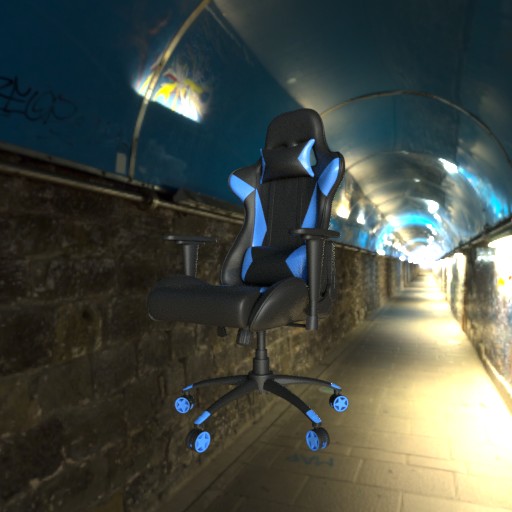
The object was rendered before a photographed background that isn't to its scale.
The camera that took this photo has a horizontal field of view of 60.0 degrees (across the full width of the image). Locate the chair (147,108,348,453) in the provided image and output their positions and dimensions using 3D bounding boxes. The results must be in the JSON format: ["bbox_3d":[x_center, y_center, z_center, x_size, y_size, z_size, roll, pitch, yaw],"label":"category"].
[{"bbox_3d":[0.000,0.000,1.717,0.695,1.282,0.730,-1,-1,37],"label":"chair"}]
